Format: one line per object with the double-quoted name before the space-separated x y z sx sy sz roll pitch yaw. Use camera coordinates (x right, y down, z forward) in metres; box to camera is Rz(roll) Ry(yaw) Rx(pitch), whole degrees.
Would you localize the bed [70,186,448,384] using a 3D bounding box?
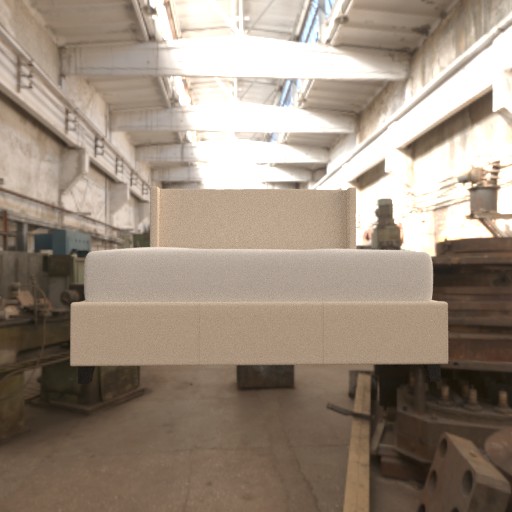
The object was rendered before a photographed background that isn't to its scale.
"bed" 0.000 0.000 3.635 2.145 1.471 2.293 0 -1 -1
